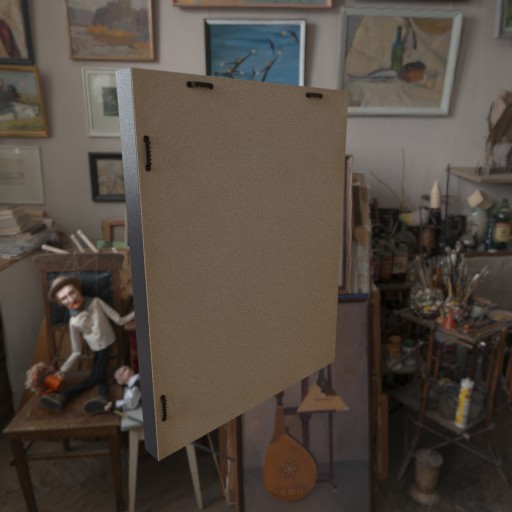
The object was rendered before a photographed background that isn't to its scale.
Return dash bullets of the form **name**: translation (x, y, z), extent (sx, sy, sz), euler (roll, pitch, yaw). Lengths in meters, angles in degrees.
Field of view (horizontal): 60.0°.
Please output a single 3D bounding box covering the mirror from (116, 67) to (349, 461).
- **mirror**: translation (0.000, 0.000, 0.693), extent (0.405, 0.508, 0.041), euler (-14, 21, -42)
